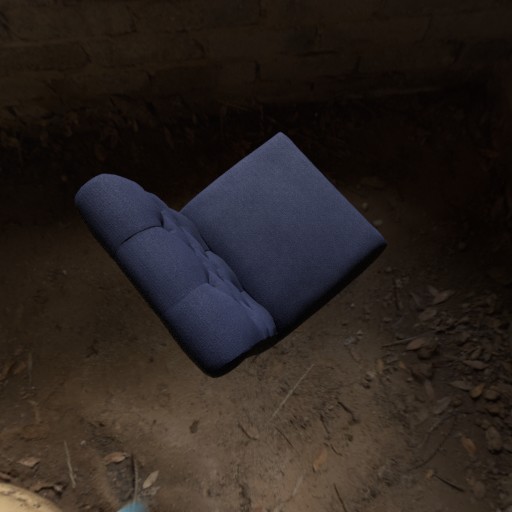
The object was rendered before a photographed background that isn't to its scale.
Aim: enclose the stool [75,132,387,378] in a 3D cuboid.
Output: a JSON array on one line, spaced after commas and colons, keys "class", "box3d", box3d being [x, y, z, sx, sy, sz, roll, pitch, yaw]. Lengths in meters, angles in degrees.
[{"class": "stool", "box3d": [0.000, 0.000, 1.345, 0.601, 1.010, 0.493, -39, 78, -10]}]
